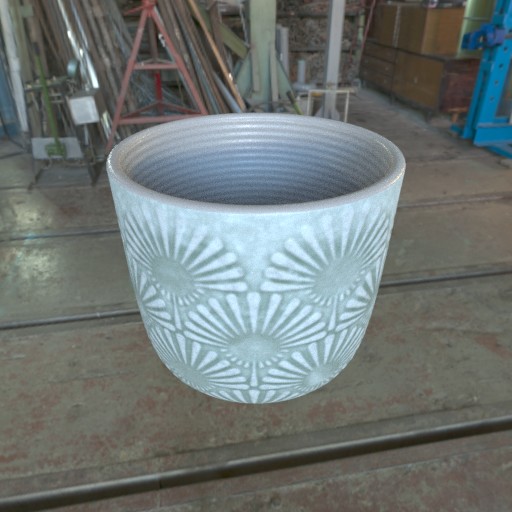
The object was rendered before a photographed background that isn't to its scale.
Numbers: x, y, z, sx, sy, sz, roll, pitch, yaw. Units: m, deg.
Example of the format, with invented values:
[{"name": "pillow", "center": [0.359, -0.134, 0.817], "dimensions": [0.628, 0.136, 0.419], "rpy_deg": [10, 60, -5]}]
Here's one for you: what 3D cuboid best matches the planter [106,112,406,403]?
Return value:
[{"name": "planter", "center": [0.000, 0.000, 0.218], "dimensions": [0.124, 0.109, 0.124], "rpy_deg": [0, 32, 0]}]
